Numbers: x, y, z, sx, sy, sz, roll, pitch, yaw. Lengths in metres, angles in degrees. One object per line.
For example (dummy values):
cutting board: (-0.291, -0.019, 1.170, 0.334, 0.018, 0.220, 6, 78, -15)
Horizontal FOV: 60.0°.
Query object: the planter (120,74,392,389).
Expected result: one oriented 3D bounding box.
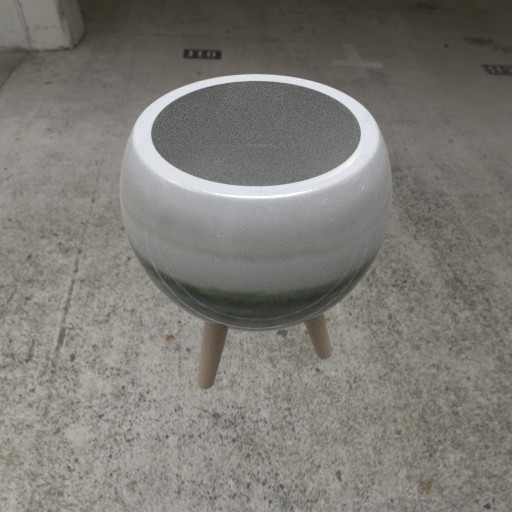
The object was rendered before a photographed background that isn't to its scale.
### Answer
planter: (0.000, 0.000, 0.427, 0.222, 0.278, 0.222, 0, 45, 0)
